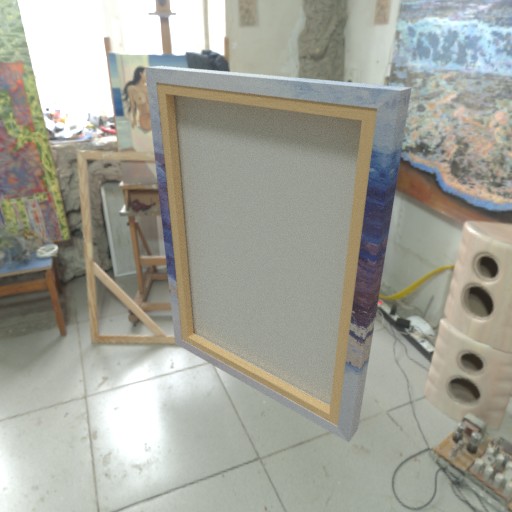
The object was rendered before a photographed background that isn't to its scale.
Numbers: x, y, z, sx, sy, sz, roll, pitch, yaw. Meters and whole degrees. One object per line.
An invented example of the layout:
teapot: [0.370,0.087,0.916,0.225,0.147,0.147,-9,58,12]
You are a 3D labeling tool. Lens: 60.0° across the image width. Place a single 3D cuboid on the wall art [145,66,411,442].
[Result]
wall art: [0.000,0.000,0.766,0.437,0.581,0.036,20,34,33]
